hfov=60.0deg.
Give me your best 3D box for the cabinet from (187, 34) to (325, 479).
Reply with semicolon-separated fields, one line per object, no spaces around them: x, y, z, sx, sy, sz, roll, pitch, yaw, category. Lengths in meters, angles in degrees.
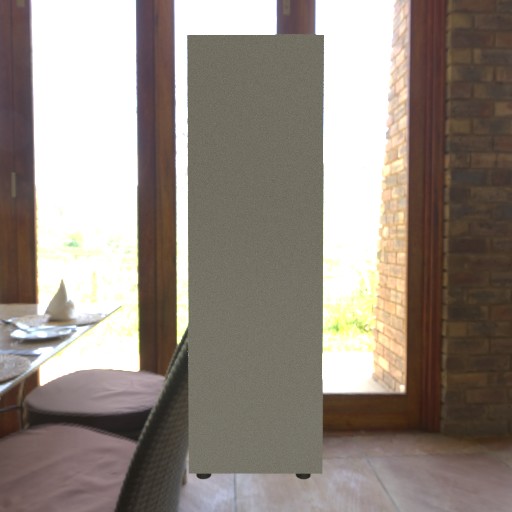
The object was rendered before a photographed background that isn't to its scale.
0.000;0.000;1.628;0.348;1.150;0.990;0;2;0;cabinet
